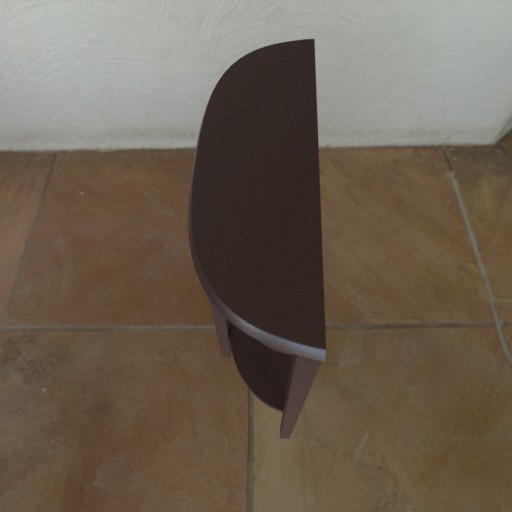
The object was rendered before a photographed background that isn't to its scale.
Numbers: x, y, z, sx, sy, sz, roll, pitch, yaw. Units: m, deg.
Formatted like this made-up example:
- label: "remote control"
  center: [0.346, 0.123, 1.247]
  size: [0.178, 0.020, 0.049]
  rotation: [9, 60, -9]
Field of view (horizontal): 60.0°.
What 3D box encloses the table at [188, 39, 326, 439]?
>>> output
- label: "table"
  center: [0.000, 0.000, 1.316]
  size: [0.274, 0.831, 0.909]
  rotation: [2, 58, 1]
